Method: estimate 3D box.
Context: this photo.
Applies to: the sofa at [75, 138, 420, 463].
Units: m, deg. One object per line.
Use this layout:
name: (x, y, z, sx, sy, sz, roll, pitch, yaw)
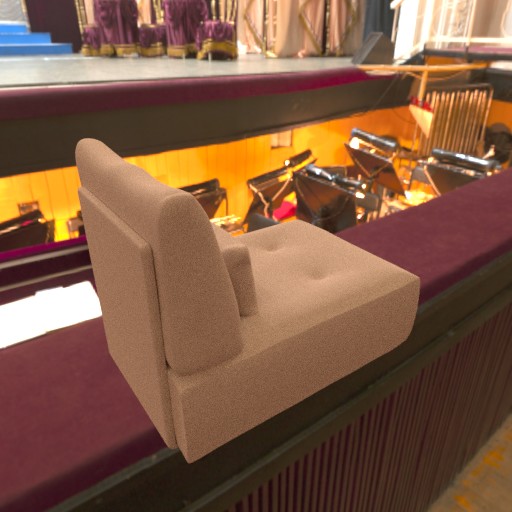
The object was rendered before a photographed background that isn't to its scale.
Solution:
sofa: (0.000, 0.000, 1.572, 1.000, 0.820, 0.700, -18, 32, -31)
